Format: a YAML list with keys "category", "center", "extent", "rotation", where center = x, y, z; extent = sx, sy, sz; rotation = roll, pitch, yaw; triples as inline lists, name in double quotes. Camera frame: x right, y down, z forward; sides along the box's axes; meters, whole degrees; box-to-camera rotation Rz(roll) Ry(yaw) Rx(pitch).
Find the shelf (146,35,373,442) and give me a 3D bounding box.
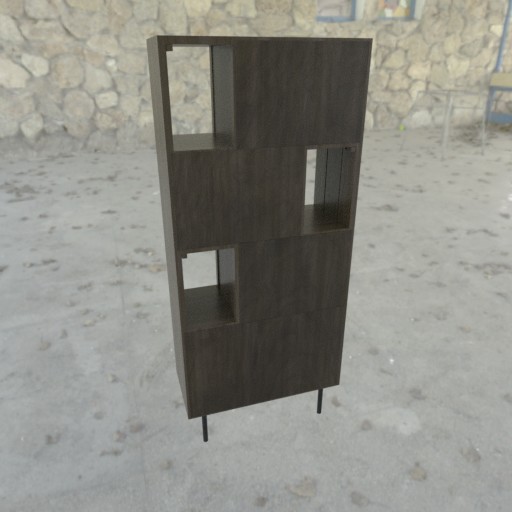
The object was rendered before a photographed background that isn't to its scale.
- category: "shelf"
  center: [0.000, 0.000, 1.755]
  extent: [0.670, 1.545, 0.323]
  rotation: [-8, 25, -16]
